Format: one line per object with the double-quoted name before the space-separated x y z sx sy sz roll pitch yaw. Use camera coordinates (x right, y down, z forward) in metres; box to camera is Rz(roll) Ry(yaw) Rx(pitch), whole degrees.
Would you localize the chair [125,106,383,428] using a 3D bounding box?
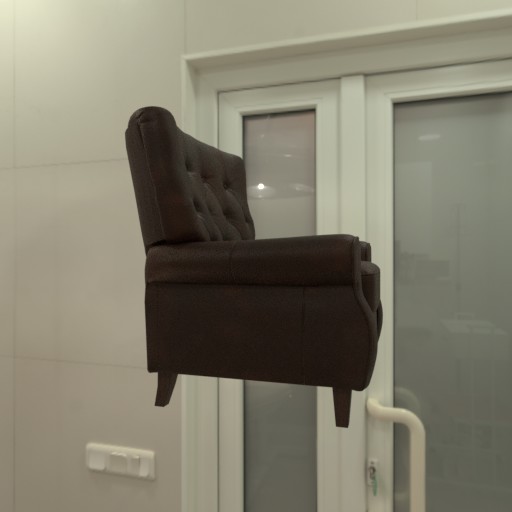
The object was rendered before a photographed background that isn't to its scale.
"chair" 0.000 0.000 1.950 1.058 1.158 0.948 0 0 17
